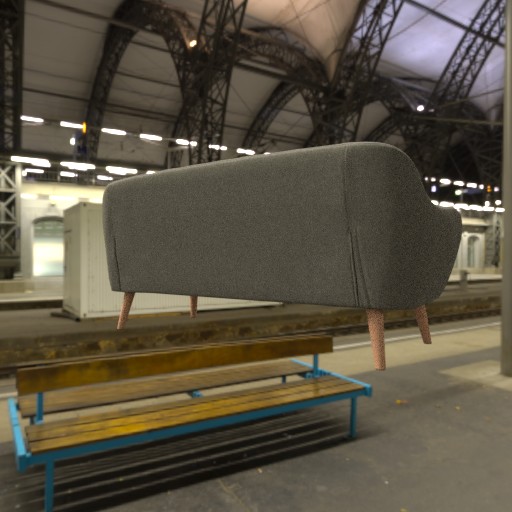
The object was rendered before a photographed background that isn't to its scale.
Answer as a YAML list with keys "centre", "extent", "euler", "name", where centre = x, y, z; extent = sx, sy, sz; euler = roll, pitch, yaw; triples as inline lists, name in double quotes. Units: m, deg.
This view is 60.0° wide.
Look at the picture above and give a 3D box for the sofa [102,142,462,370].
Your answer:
- centre: [0.000, 0.000, 2.264]
  extent: [1.840, 0.820, 0.820]
  euler: [0, 0, 36]
  name: "sofa"
